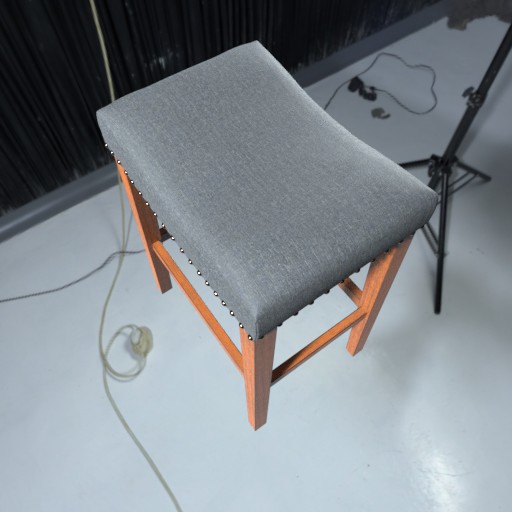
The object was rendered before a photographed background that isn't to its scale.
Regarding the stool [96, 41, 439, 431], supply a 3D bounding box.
[{"bbox_3d":[0.000,0.000,0.859,0.320,0.612,0.439,-32,64,-17],"label":"stool"}]
